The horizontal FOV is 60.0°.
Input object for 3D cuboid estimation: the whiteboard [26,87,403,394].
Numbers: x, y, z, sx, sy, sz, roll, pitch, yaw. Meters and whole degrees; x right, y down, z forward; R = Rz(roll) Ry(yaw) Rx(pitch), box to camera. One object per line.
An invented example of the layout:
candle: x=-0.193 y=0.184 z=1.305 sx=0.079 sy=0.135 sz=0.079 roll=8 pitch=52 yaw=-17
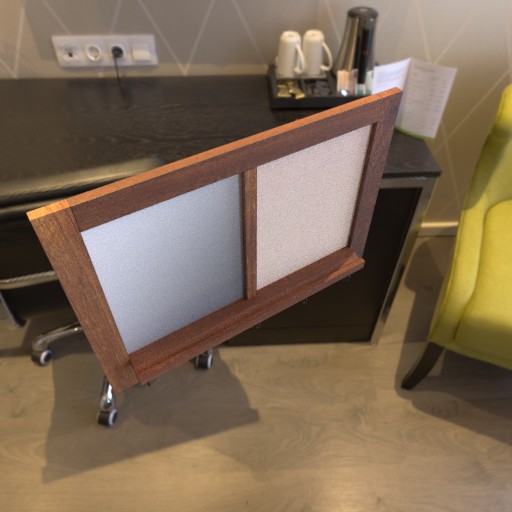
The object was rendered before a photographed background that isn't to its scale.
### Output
whiteboard: x=0.000 y=0.000 z=1.002 sx=0.783 sy=0.559 sz=0.083 roll=-25 pitch=51 yaw=-22
